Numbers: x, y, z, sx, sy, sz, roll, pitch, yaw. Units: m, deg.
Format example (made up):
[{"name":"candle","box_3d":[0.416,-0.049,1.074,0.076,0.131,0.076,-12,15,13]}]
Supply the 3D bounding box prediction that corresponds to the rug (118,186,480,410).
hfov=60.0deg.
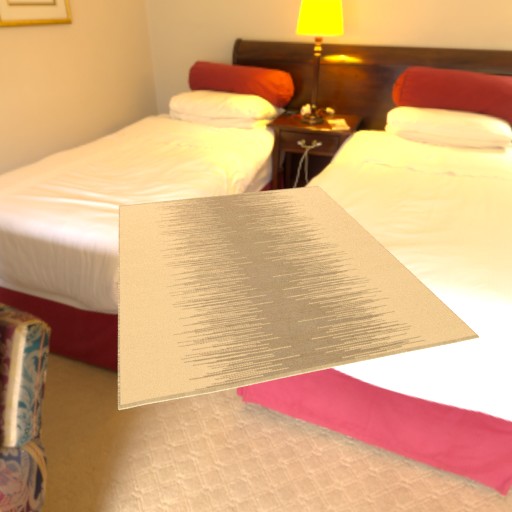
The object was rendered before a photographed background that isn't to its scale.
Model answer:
[{"name":"rug","box_3d":[0.000,0.000,4.091,2.453,0.010,3.037,-8,31,-13]}]
